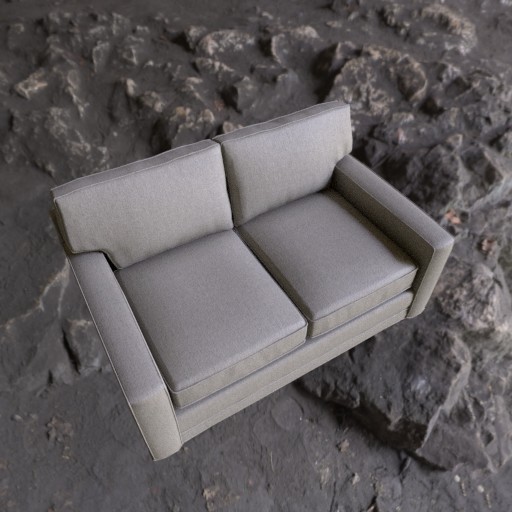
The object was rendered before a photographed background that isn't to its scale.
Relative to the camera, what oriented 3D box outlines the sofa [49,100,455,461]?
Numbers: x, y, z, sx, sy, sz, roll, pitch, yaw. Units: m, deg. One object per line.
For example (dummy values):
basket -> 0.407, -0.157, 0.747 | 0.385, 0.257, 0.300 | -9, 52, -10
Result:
sofa -> 0.000, 0.000, 2.011 | 1.484, 0.853, 0.940 | -23, 51, -20
